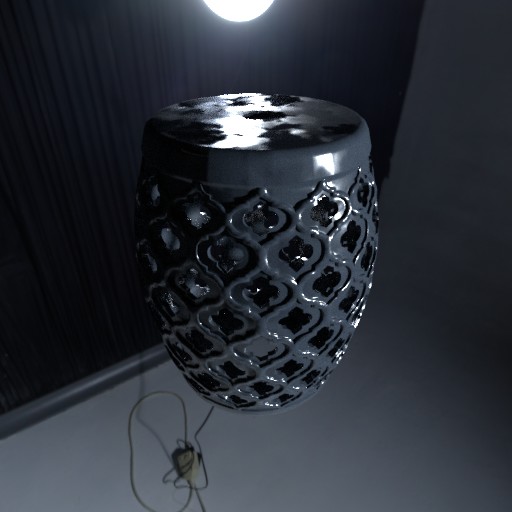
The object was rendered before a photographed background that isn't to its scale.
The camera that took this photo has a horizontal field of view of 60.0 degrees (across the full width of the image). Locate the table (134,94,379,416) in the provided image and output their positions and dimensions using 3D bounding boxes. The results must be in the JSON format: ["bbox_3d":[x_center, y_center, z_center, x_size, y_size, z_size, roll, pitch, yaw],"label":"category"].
[{"bbox_3d":[0.000,0.000,0.626,0.325,0.388,0.325,0,32,0],"label":"table"}]
